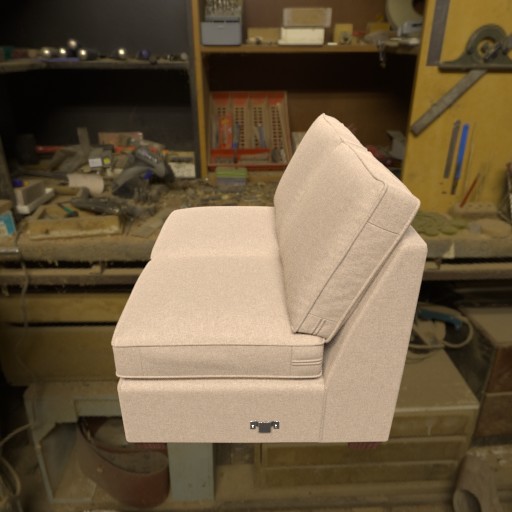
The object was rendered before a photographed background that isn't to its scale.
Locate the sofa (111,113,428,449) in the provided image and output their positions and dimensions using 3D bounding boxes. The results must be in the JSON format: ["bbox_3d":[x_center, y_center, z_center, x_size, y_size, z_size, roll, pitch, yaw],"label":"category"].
[{"bbox_3d":[0.000,0.000,1.914,0.951,1.008,1.237,0,27,0],"label":"sofa"}]
